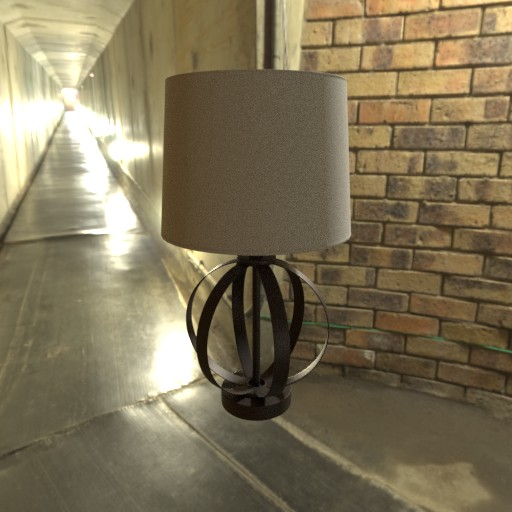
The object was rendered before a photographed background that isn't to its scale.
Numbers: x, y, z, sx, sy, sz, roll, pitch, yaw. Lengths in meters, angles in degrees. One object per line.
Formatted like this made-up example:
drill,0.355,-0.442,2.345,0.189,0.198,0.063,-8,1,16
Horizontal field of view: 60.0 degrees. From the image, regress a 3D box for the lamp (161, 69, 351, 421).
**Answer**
lamp,0.000,0.000,0.693,0.286,0.510,0.286,0,15,0
